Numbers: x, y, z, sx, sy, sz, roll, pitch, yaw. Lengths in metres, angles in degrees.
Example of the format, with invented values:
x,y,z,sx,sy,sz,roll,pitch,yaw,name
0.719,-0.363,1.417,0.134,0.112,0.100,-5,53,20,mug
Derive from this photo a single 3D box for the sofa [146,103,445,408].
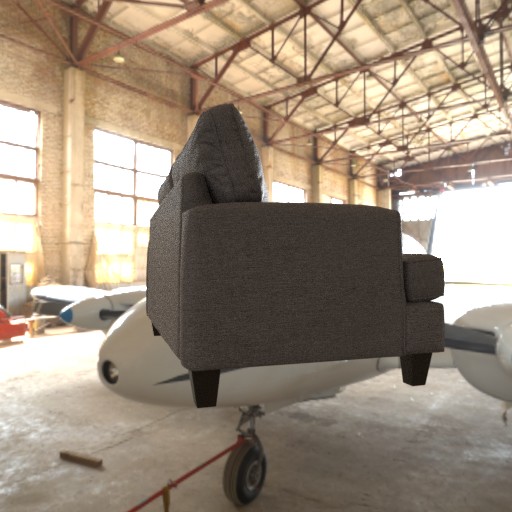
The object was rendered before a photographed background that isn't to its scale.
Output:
x,y,z,sx,sy,sz,roll,pitch,yaw,name
0.000,0.000,2.213,0.965,0.965,1.651,0,-2,-18,sofa
